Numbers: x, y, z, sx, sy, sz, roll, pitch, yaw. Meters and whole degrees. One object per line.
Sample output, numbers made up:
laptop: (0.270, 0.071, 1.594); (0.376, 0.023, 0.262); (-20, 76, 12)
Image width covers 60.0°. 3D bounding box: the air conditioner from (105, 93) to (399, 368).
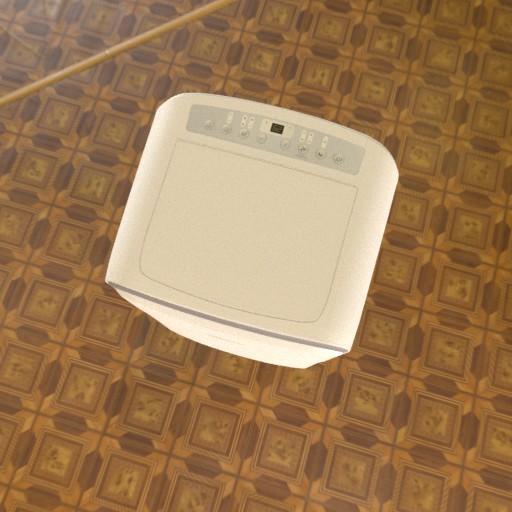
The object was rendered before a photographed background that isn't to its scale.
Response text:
air conditioner: (0.000, 0.000, 1.071); (0.478, 0.765, 0.467); (15, 77, 4)
